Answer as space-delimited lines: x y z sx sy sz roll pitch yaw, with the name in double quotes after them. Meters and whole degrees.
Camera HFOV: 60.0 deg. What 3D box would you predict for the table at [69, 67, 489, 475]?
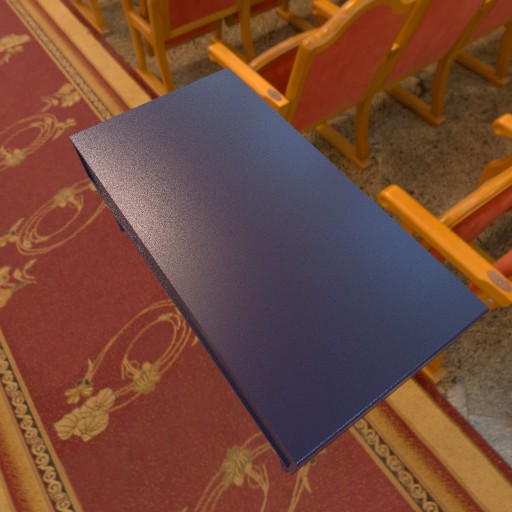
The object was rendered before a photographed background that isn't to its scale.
0.000 0.000 1.333 0.572 0.457 1.067 -31 63 -18 "table"
